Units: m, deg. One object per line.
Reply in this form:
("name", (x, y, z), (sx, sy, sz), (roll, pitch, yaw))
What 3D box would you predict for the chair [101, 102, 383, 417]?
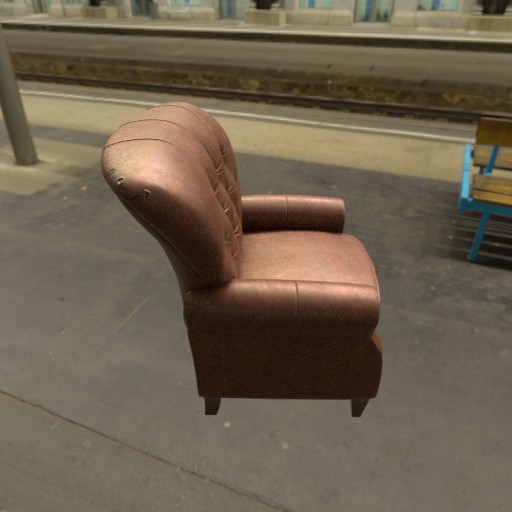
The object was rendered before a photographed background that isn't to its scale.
("chair", (0.000, 0.000, 1.914), (1.031, 1.162, 0.979), (0, 32, 1))
